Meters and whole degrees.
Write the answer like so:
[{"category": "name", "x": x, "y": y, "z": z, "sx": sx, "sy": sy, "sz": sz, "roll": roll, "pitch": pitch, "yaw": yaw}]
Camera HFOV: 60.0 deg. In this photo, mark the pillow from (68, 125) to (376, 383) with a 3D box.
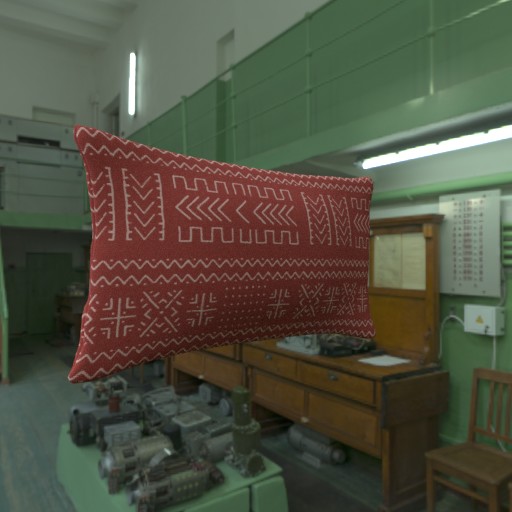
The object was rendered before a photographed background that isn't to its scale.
[{"category": "pillow", "x": 0.000, "y": 0.000, "z": 0.790, "sx": 0.640, "sy": 0.352, "sz": 0.130, "roll": 1, "pitch": -1, "yaw": -37}]
